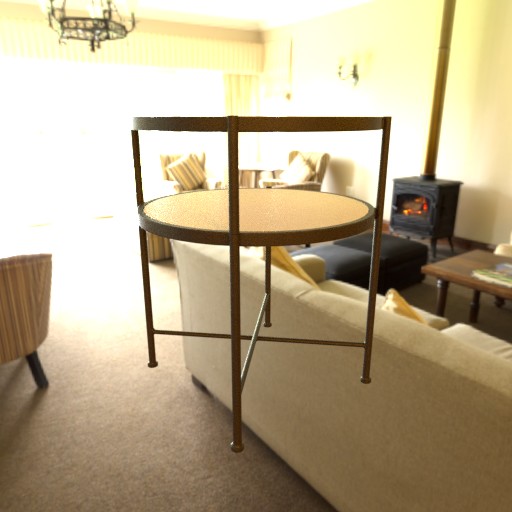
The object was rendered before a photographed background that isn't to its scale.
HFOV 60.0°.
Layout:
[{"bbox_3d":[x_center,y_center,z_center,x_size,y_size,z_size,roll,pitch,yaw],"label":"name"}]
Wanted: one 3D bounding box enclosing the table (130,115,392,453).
[{"bbox_3d":[0.000,0.000,1.139,0.629,0.684,0.628,2,17,7],"label":"table"}]
